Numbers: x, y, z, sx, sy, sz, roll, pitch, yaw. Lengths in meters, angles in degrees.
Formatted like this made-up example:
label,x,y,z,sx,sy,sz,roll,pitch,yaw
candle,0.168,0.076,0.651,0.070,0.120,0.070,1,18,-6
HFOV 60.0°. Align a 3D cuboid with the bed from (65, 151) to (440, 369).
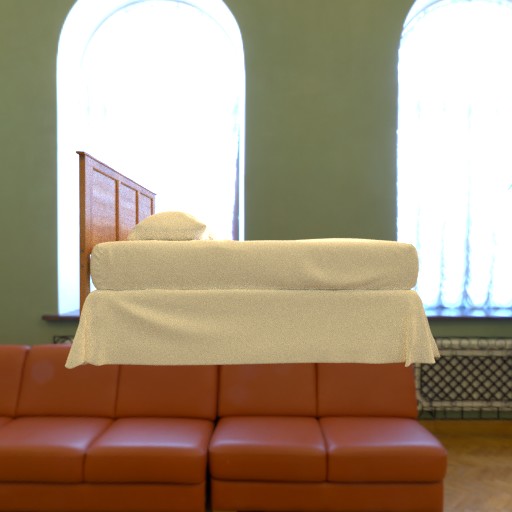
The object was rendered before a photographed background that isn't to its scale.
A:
label,x,y,z,sx,sy,sz,roll,pitch,yaw
bed,0.000,0.000,3.666,2.215,1.270,2.317,0,1,-1
